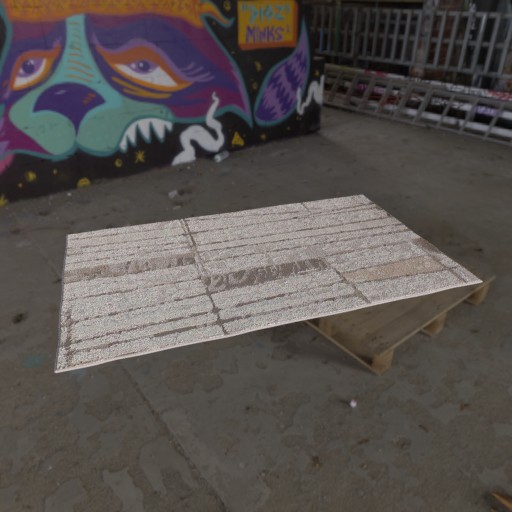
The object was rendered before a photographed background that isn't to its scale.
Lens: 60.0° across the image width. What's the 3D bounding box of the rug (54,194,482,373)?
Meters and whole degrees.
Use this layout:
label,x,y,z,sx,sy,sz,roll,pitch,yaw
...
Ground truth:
label,x,y,z,sx,sy,sz,roll,pitch,yaw
rug,0.000,0.000,1.053,0.867,0.007,0.515,-9,32,-16
